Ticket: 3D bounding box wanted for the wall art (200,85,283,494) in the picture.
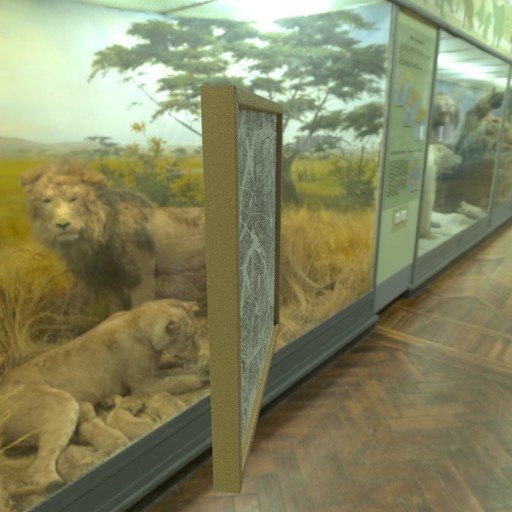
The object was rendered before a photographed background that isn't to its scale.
[{"bbox_3d":[0.000,0.000,0.759,0.036,0.509,0.509,3,17,8],"label":"wall art"}]
